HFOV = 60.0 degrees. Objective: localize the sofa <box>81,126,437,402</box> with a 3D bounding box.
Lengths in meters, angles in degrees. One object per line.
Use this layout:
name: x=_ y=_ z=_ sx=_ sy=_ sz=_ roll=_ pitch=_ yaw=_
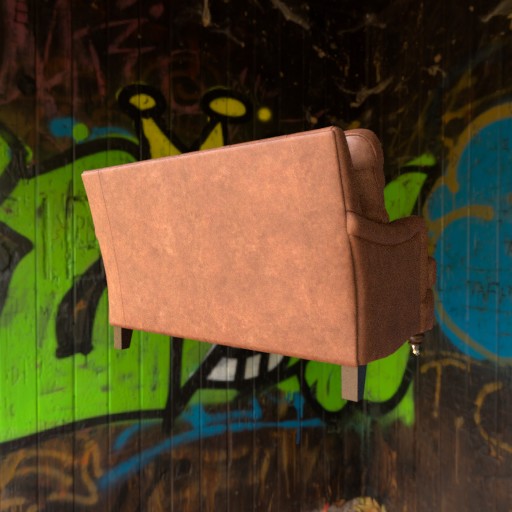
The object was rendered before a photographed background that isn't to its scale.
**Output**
sofa: x=0.000 y=0.000 z=2.240 sx=1.527 sy=1.004 sz=1.077 roll=1 pitch=1 yaw=37
